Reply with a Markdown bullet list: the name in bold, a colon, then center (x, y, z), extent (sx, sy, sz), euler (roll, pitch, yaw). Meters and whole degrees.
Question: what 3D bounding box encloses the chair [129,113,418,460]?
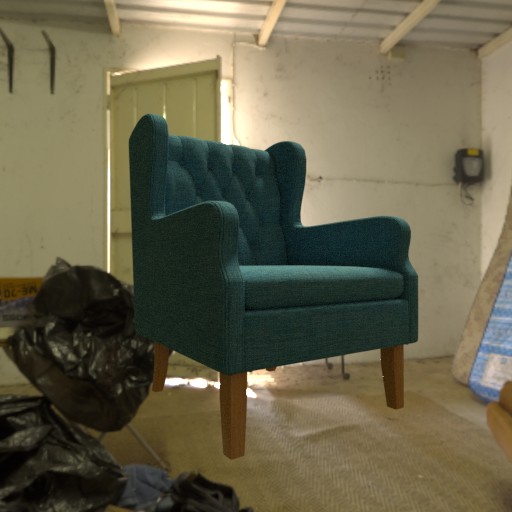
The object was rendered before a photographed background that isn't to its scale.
- **chair**: center (0.000, 0.000, 1.501), extent (0.711, 0.952, 0.775), euler (0, -1, -35)
